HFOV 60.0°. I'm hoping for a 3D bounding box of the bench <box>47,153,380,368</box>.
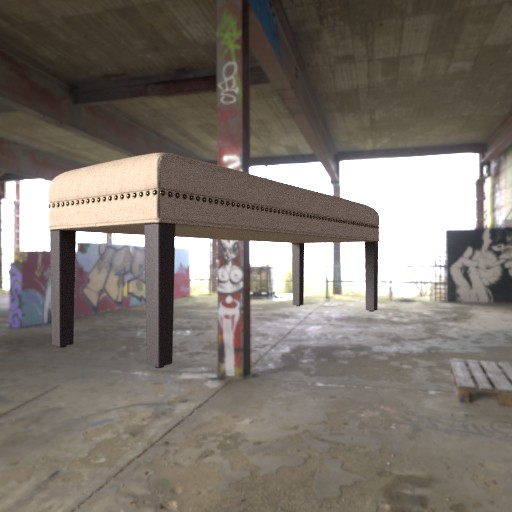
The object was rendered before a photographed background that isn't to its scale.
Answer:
[{"bbox_3d":[0.000,0.000,1.474,0.410,0.457,1.219,0,0,36],"label":"bench"}]
